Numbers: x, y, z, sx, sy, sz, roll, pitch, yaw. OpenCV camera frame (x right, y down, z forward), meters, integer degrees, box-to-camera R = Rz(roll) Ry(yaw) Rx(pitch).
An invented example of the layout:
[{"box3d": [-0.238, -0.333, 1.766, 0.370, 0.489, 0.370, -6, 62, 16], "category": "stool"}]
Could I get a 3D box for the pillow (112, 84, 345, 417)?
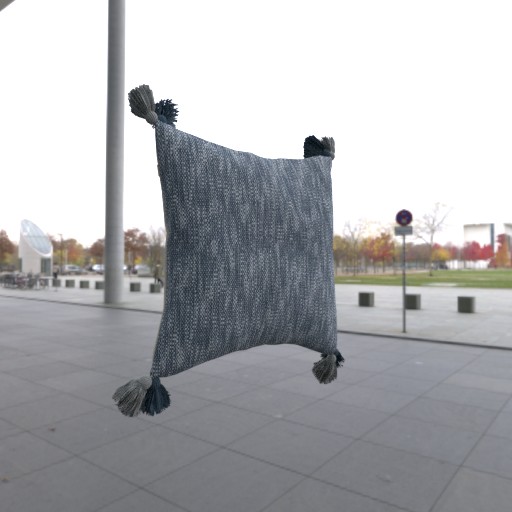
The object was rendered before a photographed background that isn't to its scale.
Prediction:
[{"box3d": [0.000, 0.000, 0.950, 0.614, 0.634, 0.138, 1, -1, -37], "category": "pillow"}]
